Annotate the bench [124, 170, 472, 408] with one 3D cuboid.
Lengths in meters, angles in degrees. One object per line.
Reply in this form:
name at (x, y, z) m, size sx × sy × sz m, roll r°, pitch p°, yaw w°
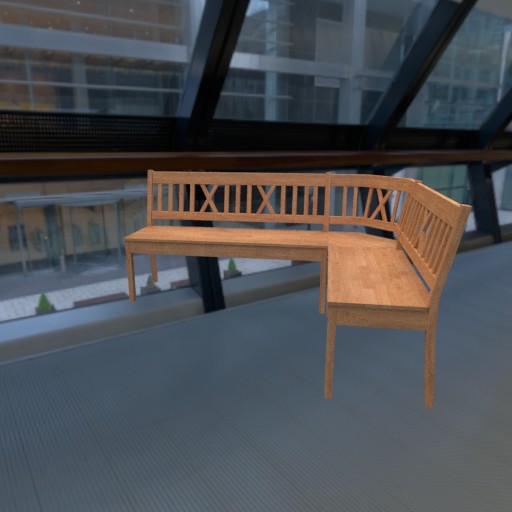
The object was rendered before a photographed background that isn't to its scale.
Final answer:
bench at (0.000, 0.000, 2.709) m, size 1.937 × 0.902 × 1.537 m, roll 2°, pitch 15°, yaw 9°
